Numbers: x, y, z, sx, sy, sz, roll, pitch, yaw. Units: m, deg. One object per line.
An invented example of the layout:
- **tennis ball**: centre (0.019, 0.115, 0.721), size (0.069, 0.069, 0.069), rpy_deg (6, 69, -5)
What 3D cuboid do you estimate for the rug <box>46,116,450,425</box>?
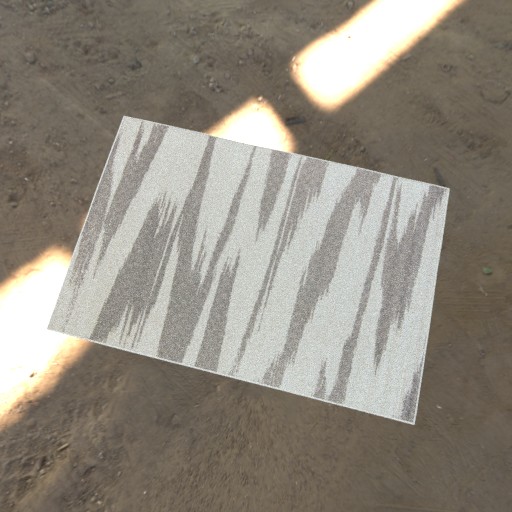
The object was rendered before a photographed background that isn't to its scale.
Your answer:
- **rug**: centre (0.000, 0.000, 2.269), size (1.827, 0.008, 1.225), rpy_deg (13, 76, 4)
